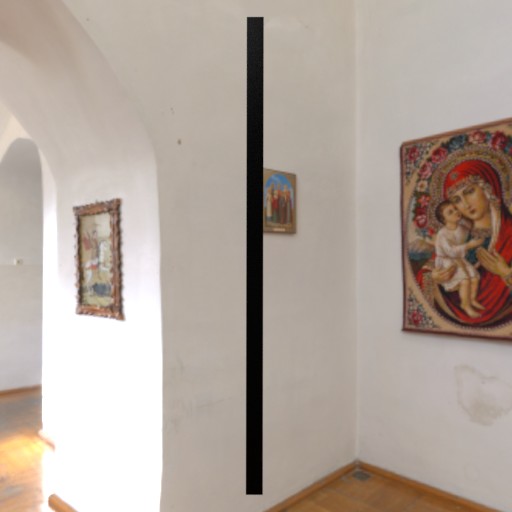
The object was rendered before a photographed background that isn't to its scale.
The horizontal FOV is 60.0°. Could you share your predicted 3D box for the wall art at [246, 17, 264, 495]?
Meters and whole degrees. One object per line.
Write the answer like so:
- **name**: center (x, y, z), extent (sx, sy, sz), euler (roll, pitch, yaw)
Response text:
- **wall art**: center (0.000, 0.000, 1.387), extent (0.040, 1.062, 0.805), euler (0, 0, 0)
